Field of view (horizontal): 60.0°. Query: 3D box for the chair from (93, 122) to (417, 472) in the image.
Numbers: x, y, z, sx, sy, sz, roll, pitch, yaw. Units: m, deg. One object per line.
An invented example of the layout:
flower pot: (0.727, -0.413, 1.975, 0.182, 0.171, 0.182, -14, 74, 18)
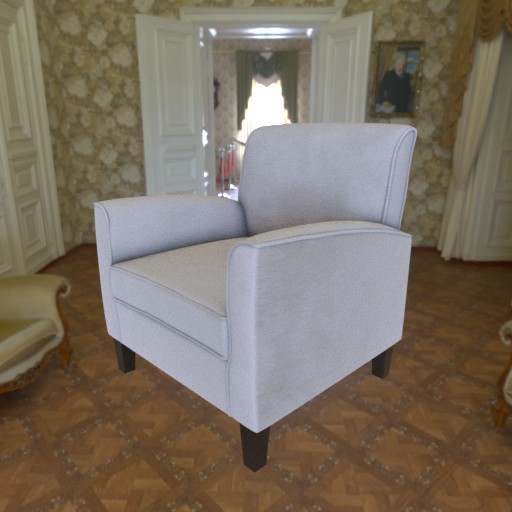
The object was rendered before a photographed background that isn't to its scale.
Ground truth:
chair: (0.000, 0.000, 1.577, 0.821, 0.915, 0.820, -15, 22, -42)
